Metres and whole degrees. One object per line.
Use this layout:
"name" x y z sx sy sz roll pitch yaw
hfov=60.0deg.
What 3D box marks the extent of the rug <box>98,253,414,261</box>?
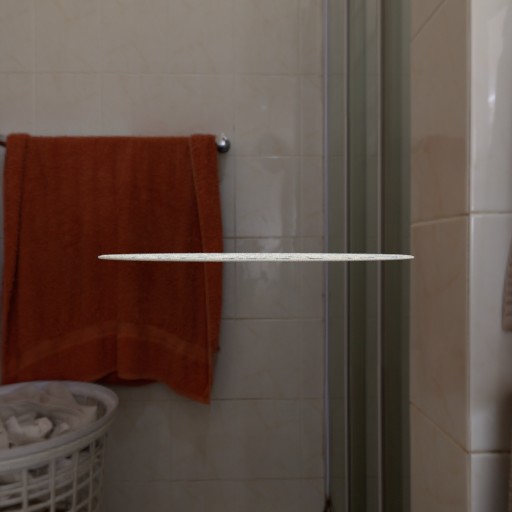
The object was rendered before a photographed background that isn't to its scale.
"rug" 0.000 0.000 2.370 1.593 0.012 1.593 0 1 0
